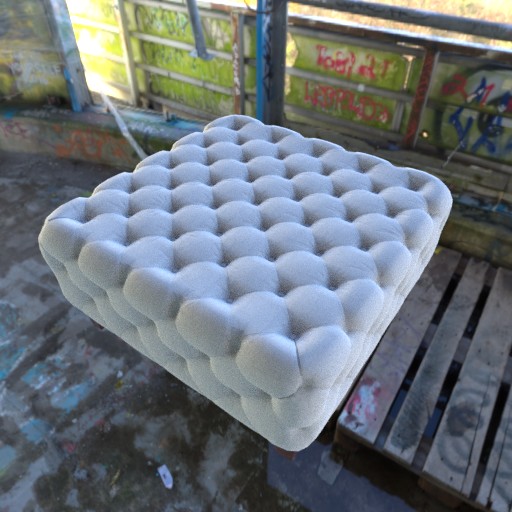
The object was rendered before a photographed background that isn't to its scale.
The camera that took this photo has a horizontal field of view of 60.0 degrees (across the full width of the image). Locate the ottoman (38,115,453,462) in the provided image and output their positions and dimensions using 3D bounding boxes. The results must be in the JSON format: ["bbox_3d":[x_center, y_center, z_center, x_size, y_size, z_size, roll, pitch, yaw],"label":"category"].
[{"bbox_3d":[0.000,0.000,1.169,0.753,0.376,0.755,26,48,26],"label":"ottoman"}]
